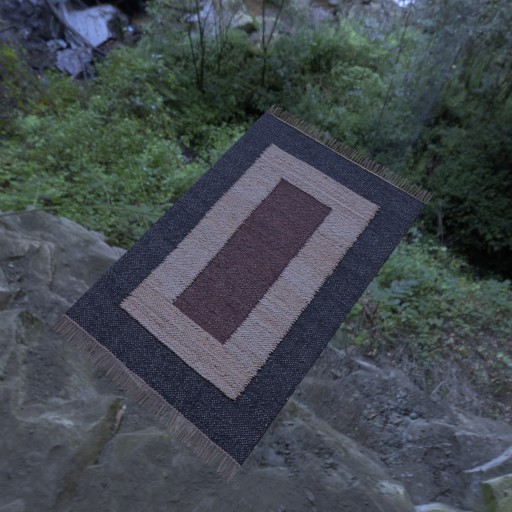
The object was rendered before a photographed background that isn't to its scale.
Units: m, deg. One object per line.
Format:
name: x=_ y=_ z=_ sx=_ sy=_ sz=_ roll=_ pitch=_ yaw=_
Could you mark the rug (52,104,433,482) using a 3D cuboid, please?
rug: x=0.000 y=0.000 z=2.550 sx=1.224 sy=0.027 sz=2.021 roll=35 pitch=69 yaw=15
